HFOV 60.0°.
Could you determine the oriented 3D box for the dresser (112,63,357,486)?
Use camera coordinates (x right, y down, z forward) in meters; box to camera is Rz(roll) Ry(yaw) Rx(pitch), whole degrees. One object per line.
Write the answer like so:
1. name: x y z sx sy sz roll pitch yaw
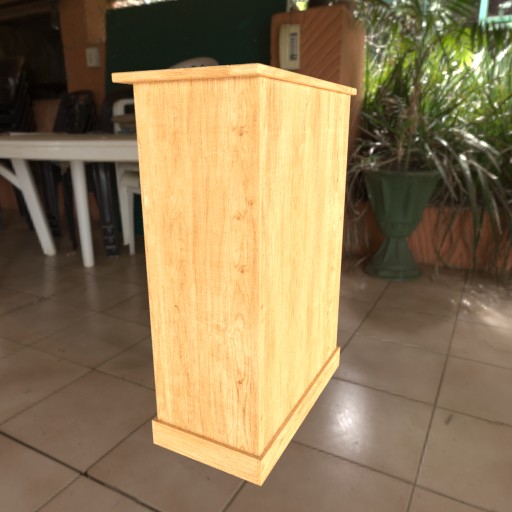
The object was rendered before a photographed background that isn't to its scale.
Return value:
1. dresser: 0.000 0.000 1.766 0.485 1.300 0.915 8 18 26
